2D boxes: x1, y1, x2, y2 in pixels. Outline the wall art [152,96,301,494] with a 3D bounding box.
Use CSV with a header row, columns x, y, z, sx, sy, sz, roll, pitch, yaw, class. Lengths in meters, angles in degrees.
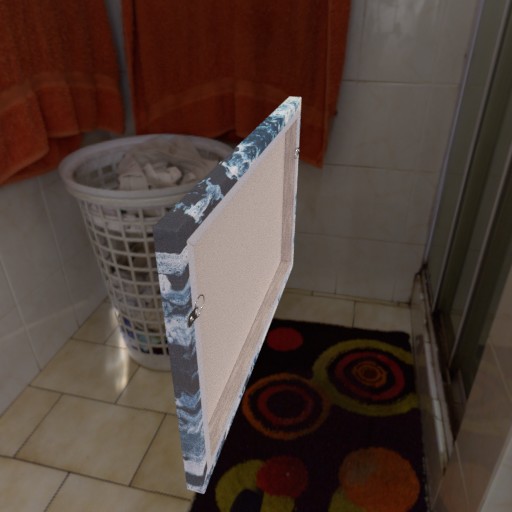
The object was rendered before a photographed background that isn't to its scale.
x,y,z,sx,sy,sz,roll,pitch,yaw,class
0.000,0.000,1.134,0.042,0.610,0.915,8,32,13,wall art
